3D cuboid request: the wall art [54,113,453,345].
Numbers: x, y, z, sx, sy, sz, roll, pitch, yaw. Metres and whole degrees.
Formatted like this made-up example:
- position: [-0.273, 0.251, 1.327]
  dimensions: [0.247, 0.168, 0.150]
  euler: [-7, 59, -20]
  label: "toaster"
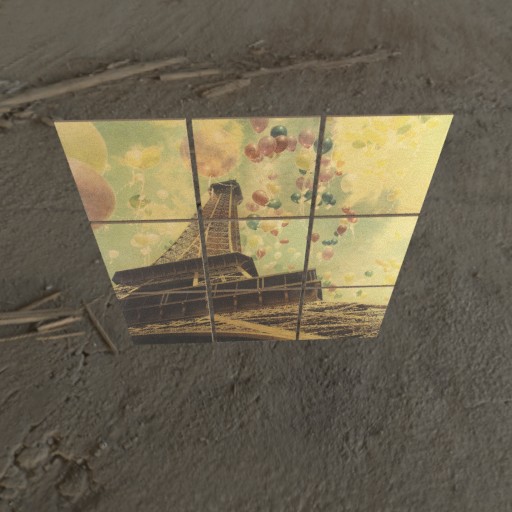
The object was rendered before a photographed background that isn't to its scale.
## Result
- position: [0.000, 0.000, 1.793]
  dimensions: [1.219, 1.218, 0.013]
  euler: [-2, 46, -2]
  label: "wall art"
